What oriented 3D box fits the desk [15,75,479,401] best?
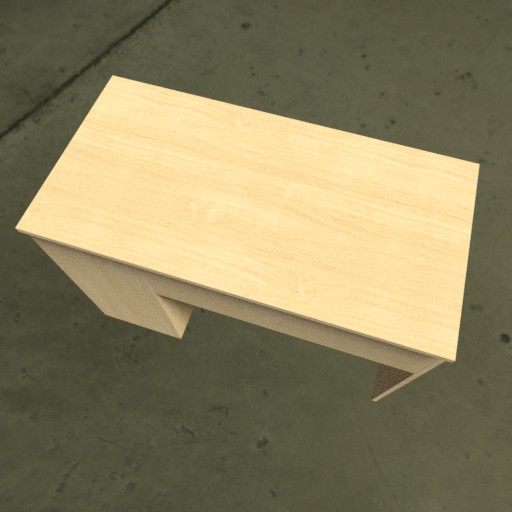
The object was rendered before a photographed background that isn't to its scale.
[{"bbox_3d":[0.000,0.000,1.492,1.097,0.735,0.560,16,65,8],"label":"desk"}]
